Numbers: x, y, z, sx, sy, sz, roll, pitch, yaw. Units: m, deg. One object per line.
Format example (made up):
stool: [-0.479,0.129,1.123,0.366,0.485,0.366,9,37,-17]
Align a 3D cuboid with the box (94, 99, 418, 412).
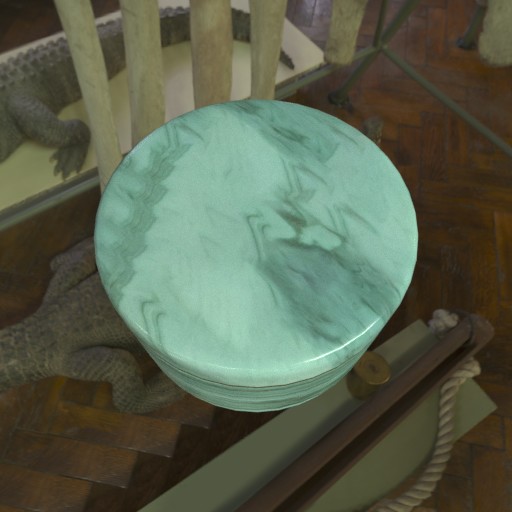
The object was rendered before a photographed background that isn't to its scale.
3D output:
box: [0.000,0.000,0.163,0.101,0.063,0.101,0,62,0]
